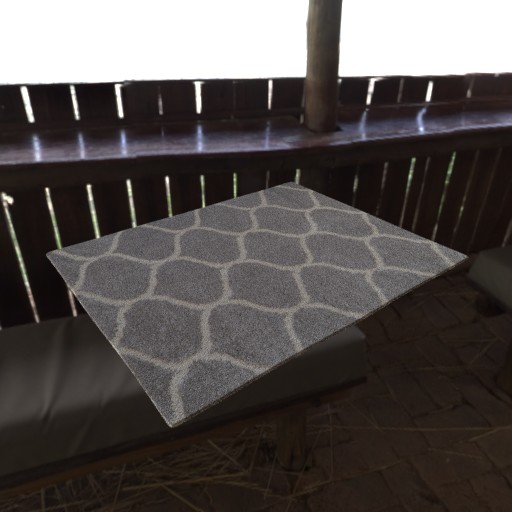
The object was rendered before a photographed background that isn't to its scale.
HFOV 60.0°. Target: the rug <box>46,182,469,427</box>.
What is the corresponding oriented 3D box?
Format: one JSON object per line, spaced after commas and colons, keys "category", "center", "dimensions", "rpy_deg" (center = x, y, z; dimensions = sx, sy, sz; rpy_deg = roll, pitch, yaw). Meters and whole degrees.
{"category": "rug", "center": [0.000, 0.000, 4.004], "dimensions": [3.000, 0.026, 2.399], "rpy_deg": [-21, 36, -32]}
